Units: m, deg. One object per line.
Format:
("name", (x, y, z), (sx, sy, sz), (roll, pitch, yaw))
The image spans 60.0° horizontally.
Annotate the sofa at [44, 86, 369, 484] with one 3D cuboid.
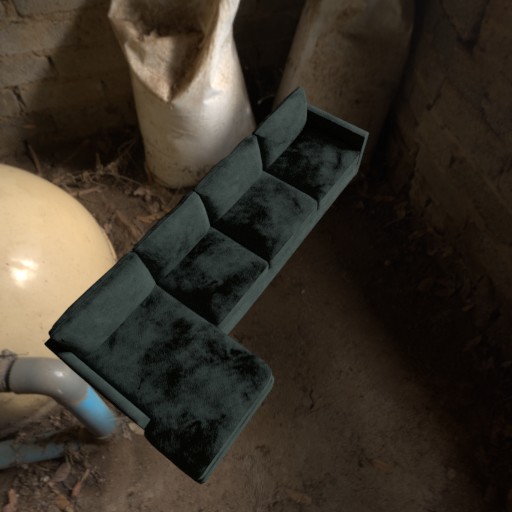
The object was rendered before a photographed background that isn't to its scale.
("sofa", (0.000, 0.000, 3.946), (1.500, 0.967, 3.400), (32, 65, 17))
